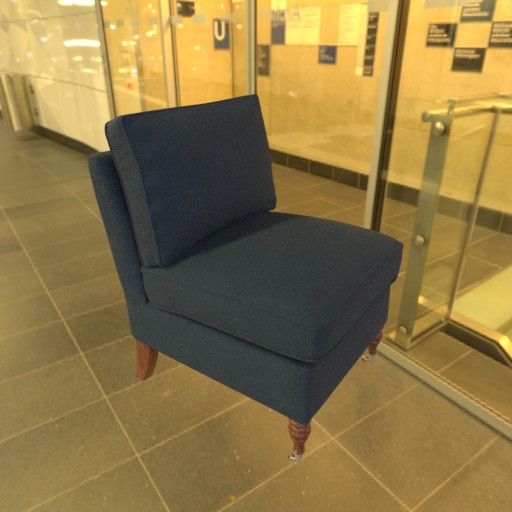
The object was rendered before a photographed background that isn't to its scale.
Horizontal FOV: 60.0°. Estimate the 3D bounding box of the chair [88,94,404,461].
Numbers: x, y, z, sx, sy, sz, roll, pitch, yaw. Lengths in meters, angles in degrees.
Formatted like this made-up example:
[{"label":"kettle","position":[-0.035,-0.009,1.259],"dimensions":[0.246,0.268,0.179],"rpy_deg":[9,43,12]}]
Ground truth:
[{"label":"chair","position":[0.000,0.000,1.646],"dimensions":[0.912,1.052,0.724],"rpy_deg":[17,31,31]}]
